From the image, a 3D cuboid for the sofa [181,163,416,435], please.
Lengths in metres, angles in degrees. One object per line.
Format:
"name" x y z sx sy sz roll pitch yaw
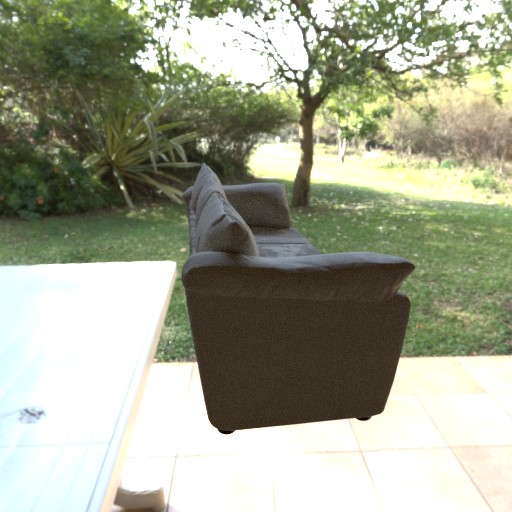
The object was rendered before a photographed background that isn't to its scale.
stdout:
"sofa" 0.000 0.000 2.748 0.893 0.981 2.377 -2 17 -8
